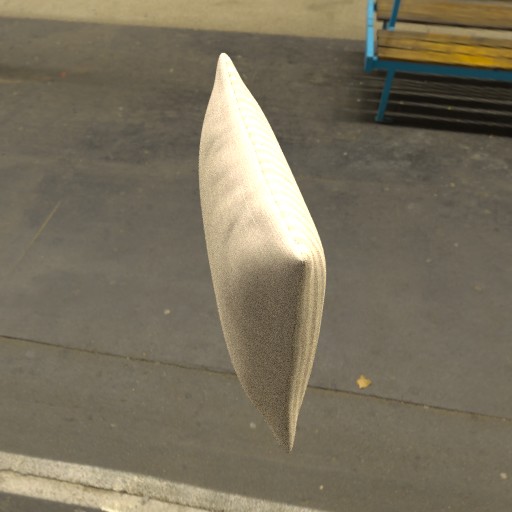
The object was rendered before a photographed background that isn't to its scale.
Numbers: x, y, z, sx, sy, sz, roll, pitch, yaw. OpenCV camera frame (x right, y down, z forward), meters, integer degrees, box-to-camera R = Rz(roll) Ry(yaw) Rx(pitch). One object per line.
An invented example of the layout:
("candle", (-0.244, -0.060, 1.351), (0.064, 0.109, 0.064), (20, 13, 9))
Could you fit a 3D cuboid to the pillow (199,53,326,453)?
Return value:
("pillow", (0.000, 0.000, 0.793), (0.166, 0.510, 0.523), (-9, 47, -8))
